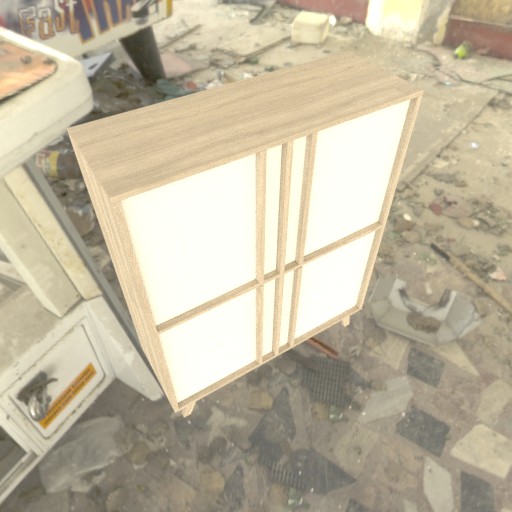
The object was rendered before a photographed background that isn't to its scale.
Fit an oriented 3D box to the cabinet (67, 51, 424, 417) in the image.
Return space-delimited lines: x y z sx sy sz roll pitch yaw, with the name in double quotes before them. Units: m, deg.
"cabinet" 0.000 0.000 1.936 1.111 1.388 0.398 -24 51 -21
